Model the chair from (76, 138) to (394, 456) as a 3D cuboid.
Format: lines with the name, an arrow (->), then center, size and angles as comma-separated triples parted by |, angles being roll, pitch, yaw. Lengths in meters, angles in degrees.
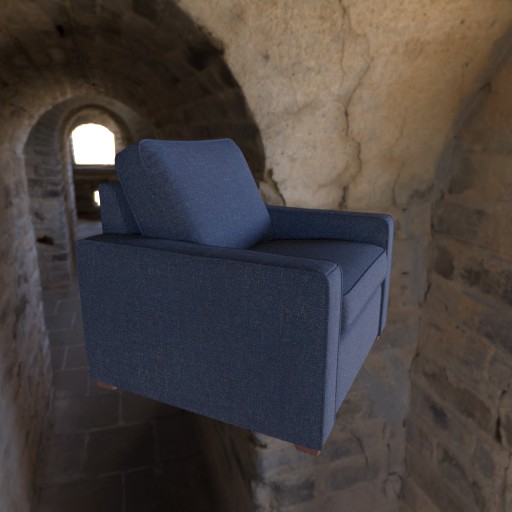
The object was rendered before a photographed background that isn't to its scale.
chair -> 0.000, 0.000, 1.794 | 0.940, 0.919, 1.017 | 7, 17, 25
